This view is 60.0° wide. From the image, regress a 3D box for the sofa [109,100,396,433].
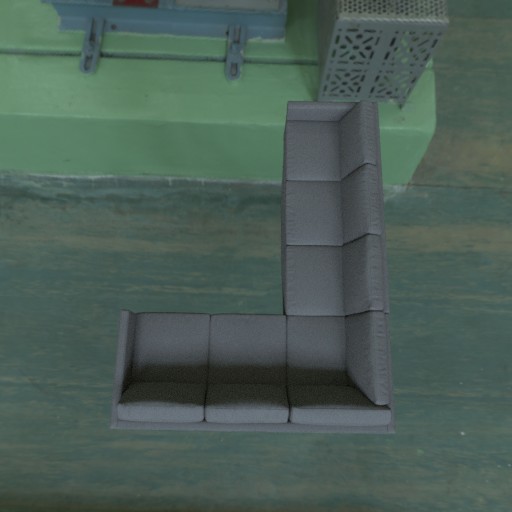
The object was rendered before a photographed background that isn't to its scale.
[{"bbox_3d":[0.000,0.000,4.353,2.432,0.871,3.182,1,75,0],"label":"sofa"}]
